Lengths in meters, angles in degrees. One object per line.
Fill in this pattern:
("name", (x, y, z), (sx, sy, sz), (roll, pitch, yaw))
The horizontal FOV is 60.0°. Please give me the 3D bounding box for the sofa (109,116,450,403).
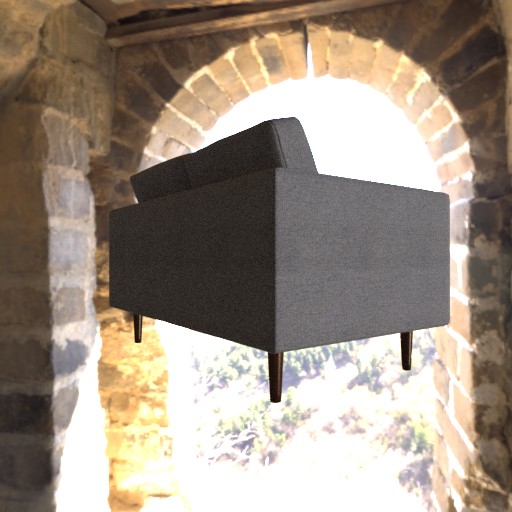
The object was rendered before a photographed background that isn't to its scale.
("sofa", (0.000, 0.000, 2.186), (0.969, 0.973, 1.527), (0, 0, -36))
